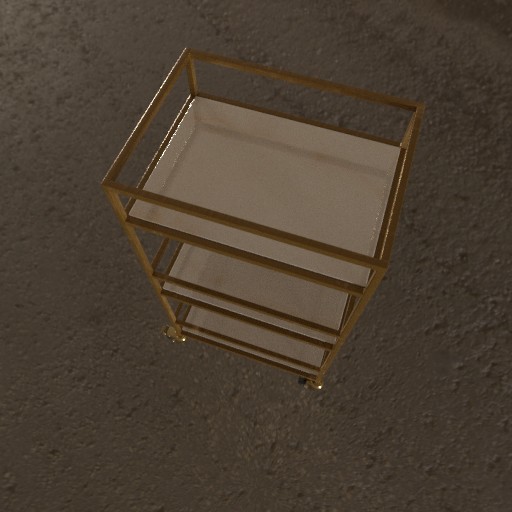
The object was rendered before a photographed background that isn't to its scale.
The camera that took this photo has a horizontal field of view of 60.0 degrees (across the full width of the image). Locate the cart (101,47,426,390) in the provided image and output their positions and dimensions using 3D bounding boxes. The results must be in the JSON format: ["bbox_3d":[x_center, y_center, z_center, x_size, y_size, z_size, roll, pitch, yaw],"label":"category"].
[{"bbox_3d":[0.000,0.000,0.996,0.483,0.761,0.332,17,64,9],"label":"cart"}]
